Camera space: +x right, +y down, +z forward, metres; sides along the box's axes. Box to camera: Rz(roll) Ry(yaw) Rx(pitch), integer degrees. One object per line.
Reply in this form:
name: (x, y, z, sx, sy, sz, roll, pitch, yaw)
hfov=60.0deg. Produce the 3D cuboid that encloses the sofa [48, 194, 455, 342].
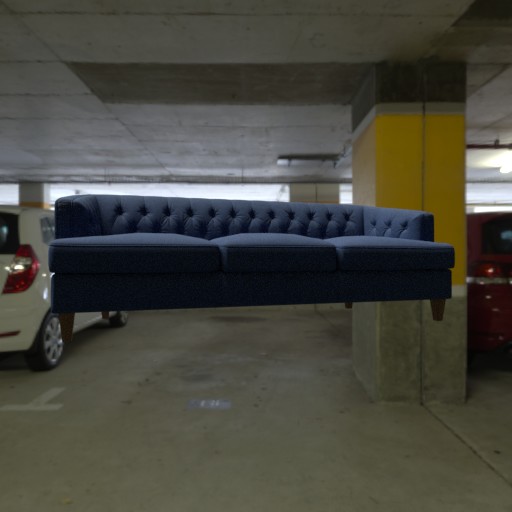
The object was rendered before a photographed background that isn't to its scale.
sofa: (0.000, 0.000, 2.727, 2.235, 0.787, 0.914, 0, 0, -18)
